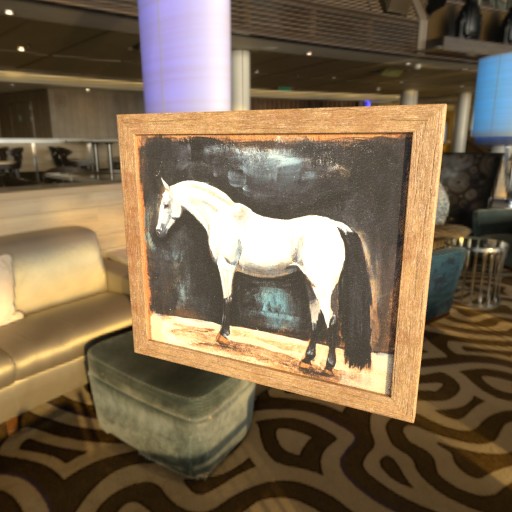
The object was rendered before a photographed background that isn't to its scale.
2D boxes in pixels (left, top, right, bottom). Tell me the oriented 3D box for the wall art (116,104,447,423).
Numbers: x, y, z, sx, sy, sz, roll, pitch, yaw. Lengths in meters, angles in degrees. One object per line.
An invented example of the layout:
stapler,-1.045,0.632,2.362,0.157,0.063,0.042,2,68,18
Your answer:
wall art,0.000,0.000,0.941,0.690,0.588,0.026,7,16,25
